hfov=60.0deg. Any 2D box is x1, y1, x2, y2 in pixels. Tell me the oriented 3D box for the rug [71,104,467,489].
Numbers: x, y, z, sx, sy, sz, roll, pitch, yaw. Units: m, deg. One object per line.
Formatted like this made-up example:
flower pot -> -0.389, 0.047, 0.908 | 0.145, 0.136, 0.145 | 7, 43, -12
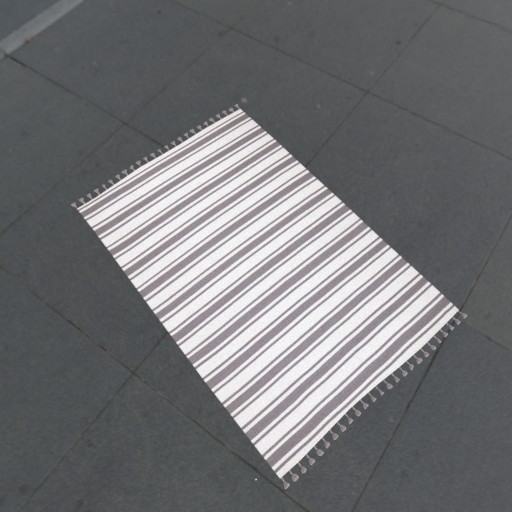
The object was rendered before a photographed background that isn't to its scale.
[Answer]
rug -> 0.000, 0.000, 3.058 | 1.563, 0.014, 2.425 | -36, 69, -17
